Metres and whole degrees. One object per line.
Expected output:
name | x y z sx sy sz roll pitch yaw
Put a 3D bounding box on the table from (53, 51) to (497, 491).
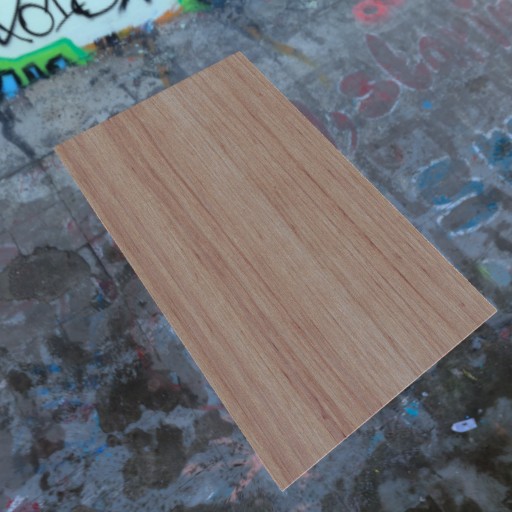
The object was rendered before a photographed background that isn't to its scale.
table | 0.000 0.000 1.449 0.695 0.457 1.146 -34 70 -14
